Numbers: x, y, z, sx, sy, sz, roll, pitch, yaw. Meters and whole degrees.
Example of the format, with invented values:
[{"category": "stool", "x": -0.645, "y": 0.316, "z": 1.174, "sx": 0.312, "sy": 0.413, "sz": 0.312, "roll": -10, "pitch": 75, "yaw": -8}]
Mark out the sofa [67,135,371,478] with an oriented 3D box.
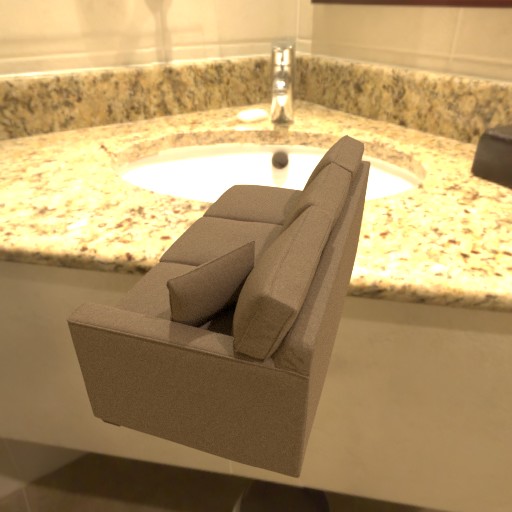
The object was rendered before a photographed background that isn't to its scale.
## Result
[{"category": "sofa", "x": 0.000, "y": 0.000, "z": 2.525, "sx": 1.034, "sy": 0.946, "sz": 1.963, "roll": 10, "pitch": 32, "yaw": 15}]
